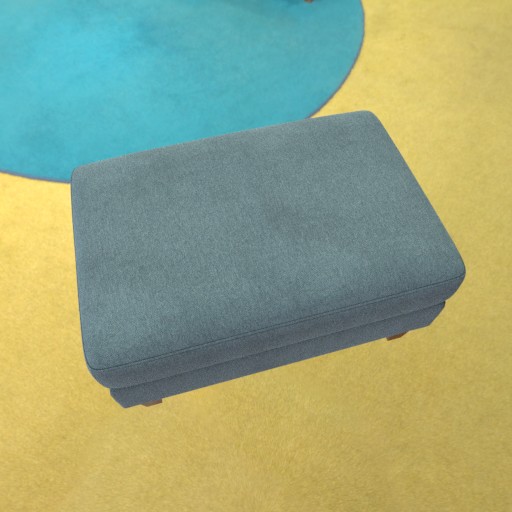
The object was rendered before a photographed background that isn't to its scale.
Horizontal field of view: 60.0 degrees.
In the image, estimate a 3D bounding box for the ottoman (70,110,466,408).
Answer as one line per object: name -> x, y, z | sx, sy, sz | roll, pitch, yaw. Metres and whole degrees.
ottoman -> 0.000, 0.000, 1.210 | 0.864, 0.483, 0.584 | -13, 60, -8
